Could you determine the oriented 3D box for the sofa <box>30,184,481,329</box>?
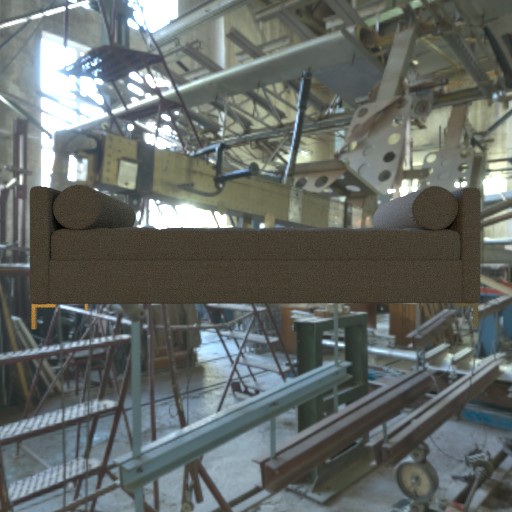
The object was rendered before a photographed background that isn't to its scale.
[{"bbox_3d":[0.000,0.000,2.276,1.981,0.635,0.686,0,0,-1],"label":"sofa"}]
